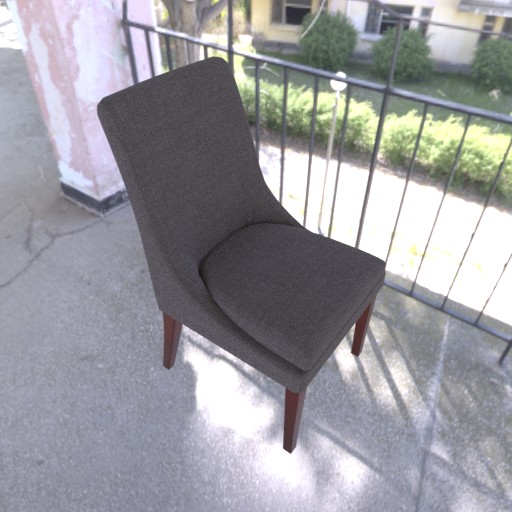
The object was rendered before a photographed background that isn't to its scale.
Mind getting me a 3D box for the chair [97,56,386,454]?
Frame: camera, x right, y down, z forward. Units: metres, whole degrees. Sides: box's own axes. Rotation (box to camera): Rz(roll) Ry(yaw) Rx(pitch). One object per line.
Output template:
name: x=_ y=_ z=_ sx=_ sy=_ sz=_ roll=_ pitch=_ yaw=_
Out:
chair: x=0.000 y=0.000 z=1.339 sx=0.655 sy=0.952 sz=0.508 roll=26 pitch=47 yaw=27
